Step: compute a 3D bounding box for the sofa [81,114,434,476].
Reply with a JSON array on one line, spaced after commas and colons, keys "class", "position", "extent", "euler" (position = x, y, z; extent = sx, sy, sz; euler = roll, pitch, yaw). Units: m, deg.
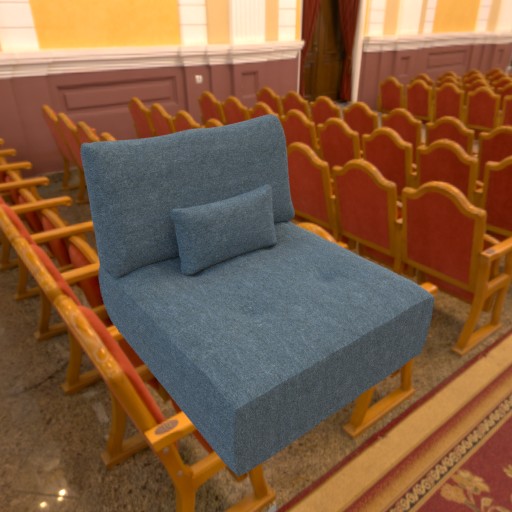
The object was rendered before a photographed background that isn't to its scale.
[{"class": "sofa", "position": [0.000, 0.000, 1.693], "extent": [0.930, 0.820, 1.000], "euler": [-20, 34, -32]}]
